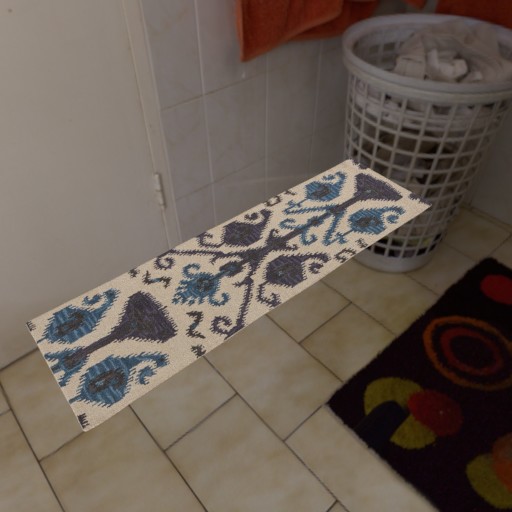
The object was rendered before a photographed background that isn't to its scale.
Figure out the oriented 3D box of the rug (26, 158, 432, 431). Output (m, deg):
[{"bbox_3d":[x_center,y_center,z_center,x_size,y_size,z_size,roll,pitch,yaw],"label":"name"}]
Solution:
[{"bbox_3d":[0.000,0.000,2.455,2.301,0.017,0.692,-30,52,-27],"label":"rug"}]
